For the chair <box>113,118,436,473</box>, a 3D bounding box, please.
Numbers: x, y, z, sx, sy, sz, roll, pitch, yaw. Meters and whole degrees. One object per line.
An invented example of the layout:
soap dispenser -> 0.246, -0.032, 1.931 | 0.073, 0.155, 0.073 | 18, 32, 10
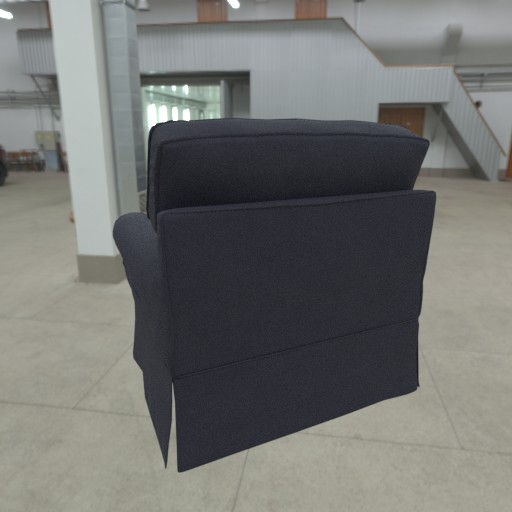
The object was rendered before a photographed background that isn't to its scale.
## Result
chair -> 0.000, 0.000, 1.943 | 1.119, 1.140, 1.002 | -8, 18, -25
